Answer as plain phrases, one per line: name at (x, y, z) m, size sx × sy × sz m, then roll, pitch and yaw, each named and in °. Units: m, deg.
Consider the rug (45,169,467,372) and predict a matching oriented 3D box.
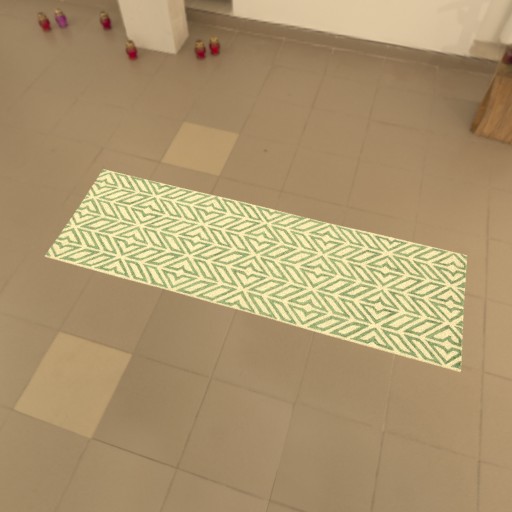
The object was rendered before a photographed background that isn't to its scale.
rug at (0.000, 0.000, 2.672) m, size 2.435 × 0.009 × 0.750 m, roll 14°, pitch 58°, yaw 9°
